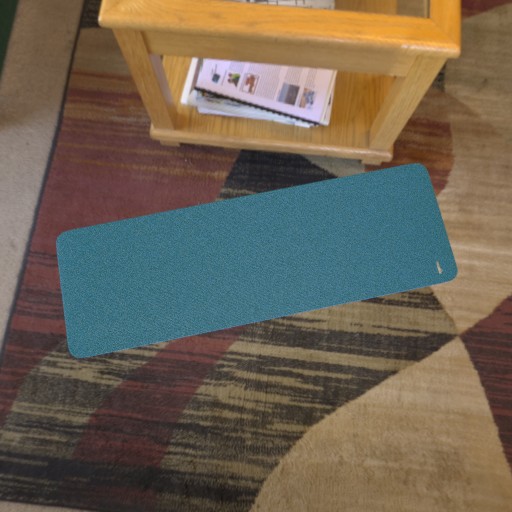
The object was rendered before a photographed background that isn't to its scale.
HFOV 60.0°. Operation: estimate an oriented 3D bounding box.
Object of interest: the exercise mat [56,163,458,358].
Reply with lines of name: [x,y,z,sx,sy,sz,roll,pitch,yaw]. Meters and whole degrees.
exercise mat: [0.000,0.000,2.131,1.869,0.021,0.616,-11,77,-3]
